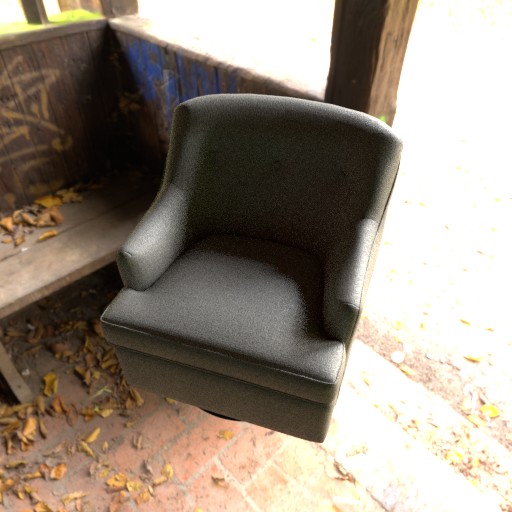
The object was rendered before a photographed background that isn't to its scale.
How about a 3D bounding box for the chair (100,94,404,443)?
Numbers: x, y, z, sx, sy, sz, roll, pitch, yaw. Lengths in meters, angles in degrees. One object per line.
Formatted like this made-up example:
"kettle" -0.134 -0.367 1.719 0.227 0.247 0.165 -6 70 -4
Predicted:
"chair" 0.000 0.000 1.628 0.864 0.856 0.923 12 44 13
